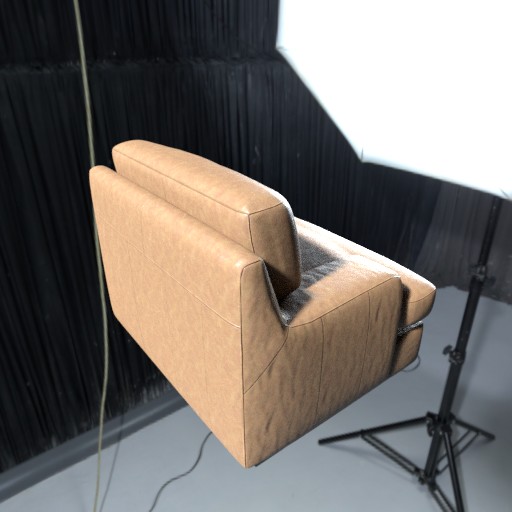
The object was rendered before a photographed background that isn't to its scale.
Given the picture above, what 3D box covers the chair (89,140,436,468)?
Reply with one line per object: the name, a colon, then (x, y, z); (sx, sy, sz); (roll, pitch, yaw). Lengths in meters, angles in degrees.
chair: (0.000, 0.000, 2.003); (1.050, 0.978, 1.276); (-19, 32, -33)
